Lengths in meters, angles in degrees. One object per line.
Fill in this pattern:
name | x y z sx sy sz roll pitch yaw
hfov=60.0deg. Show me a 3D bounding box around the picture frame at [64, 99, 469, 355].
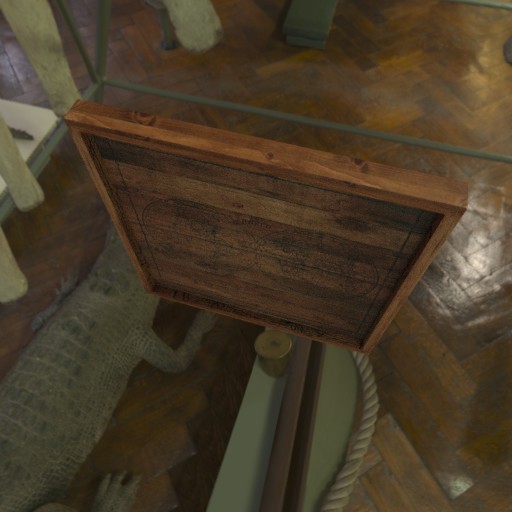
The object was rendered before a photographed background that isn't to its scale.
picture frame | 0.000 0.000 0.529 0.352 0.356 0.028 14 60 8
